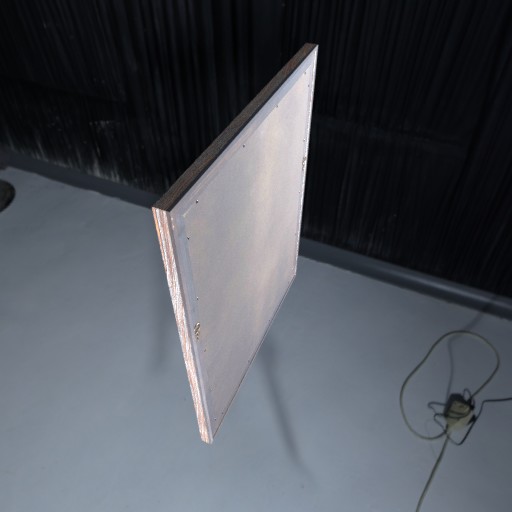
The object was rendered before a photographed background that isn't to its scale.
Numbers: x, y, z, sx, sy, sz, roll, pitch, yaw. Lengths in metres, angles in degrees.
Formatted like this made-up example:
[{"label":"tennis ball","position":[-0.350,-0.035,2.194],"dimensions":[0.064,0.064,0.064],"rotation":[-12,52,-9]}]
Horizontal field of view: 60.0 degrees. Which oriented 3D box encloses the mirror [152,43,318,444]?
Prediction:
[{"label":"mirror","position":[0.000,0.000,1.224],"dimensions":[0.032,0.882,0.730],"rotation":[17,48,16]}]
